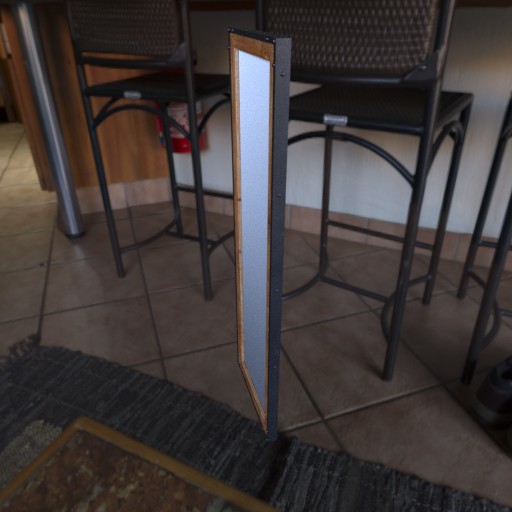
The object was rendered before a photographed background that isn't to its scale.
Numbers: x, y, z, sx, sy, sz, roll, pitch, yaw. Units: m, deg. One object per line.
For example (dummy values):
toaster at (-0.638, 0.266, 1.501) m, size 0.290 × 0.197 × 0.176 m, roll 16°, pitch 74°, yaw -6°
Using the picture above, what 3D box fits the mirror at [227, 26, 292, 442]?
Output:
mirror at (0.000, 0.000, 1.187) m, size 0.042 × 1.080 × 0.354 m, roll -9°, pitch 31°, yaw -14°
